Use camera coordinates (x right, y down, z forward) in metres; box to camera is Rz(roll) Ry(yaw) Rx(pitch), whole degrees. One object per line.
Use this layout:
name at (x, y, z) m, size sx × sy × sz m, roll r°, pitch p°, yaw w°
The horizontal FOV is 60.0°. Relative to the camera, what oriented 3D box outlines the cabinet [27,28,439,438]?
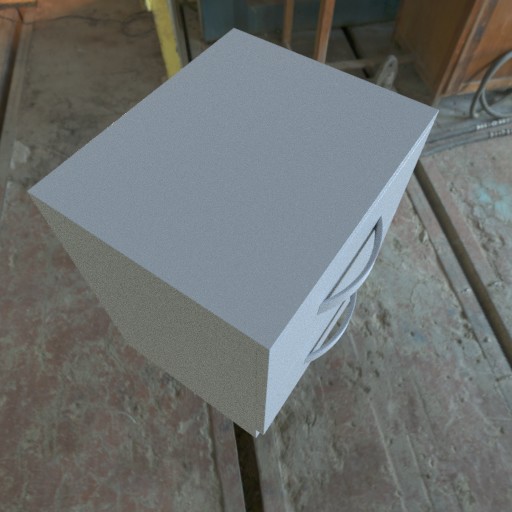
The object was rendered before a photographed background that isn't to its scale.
cabinet at (0.000, 0.000, 0.738) m, size 0.360 × 0.470 × 0.400 m, roll 30°, pitch 62°, yaw 18°
